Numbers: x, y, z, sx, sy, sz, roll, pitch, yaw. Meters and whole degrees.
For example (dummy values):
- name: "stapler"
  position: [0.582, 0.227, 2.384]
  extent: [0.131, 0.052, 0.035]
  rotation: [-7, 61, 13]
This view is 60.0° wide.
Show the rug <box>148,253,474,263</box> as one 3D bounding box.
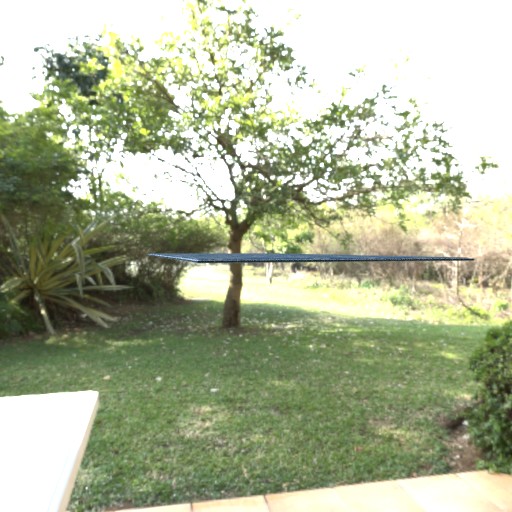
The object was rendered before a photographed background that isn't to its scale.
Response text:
- name: "rug"
  position: [0.000, 0.000, 1.446]
  extent: [0.604, 0.007, 1.219]
  rotation: [0, 1, -18]
